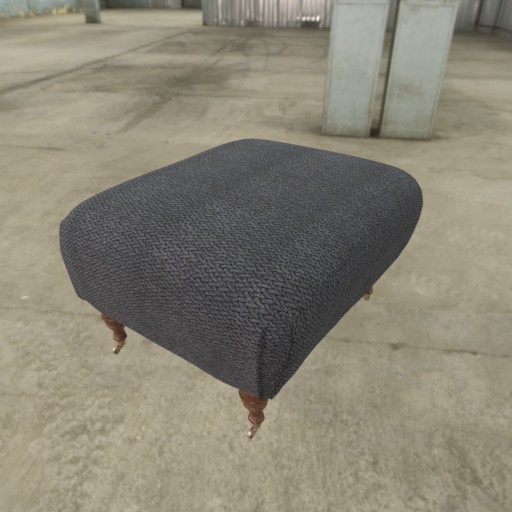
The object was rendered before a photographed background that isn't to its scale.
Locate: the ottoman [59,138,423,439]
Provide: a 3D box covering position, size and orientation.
[{"bbox_3d":[0.000,0.000,1.139,0.622,0.450,0.747,20,36,30],"label":"ottoman"}]
